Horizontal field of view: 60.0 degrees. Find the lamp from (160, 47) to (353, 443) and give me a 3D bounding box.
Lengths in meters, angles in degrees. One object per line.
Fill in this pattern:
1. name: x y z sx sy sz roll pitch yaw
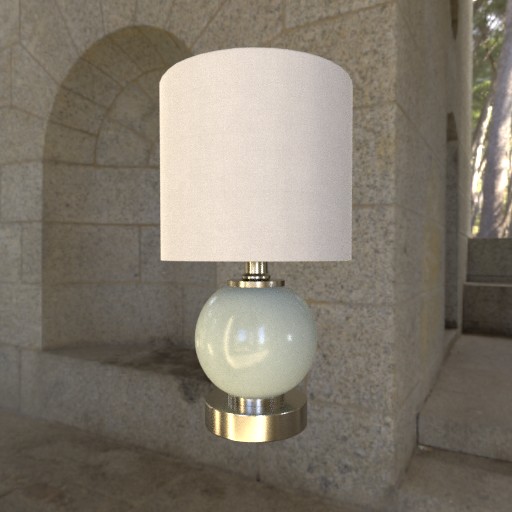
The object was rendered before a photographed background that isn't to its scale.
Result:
1. lamp: 0.000 0.000 0.473 0.201 0.353 0.201 0 0 1
